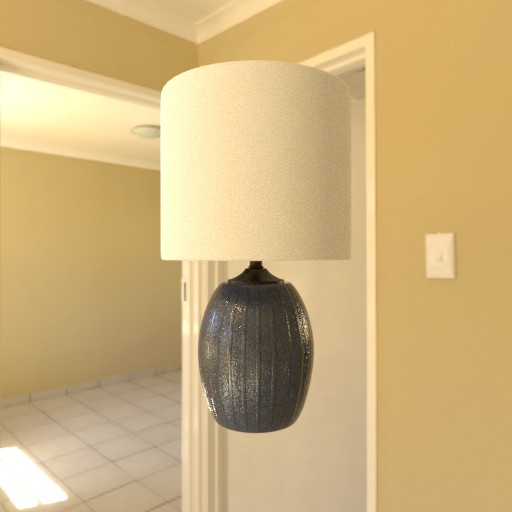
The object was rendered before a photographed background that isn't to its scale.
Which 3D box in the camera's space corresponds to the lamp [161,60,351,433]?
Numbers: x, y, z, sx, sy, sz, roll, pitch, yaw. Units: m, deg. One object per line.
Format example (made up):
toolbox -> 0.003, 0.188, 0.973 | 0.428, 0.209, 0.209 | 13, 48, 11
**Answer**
lamp -> 0.000, 0.000, 0.782 | 0.329, 0.570, 0.329 | 0, 0, 36
